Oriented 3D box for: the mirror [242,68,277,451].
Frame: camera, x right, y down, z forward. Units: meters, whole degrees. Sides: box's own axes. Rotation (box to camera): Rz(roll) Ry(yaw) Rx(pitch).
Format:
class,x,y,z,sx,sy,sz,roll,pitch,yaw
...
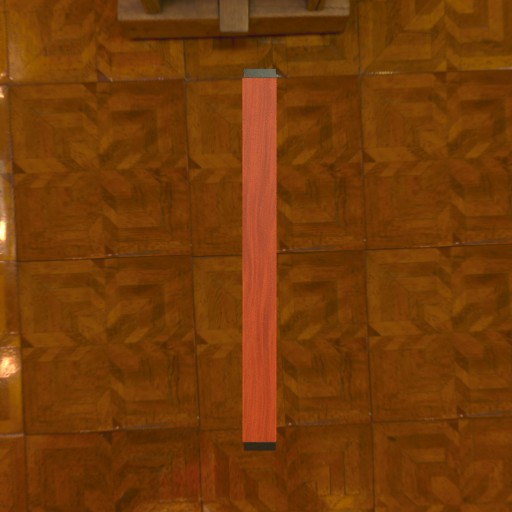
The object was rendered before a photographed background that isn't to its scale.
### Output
class,x,y,z,sx,sy,sz,roll,pitch,yaw
mirror,0.000,0.000,1.019,0.047,0.823,0.525,0,91,-1
